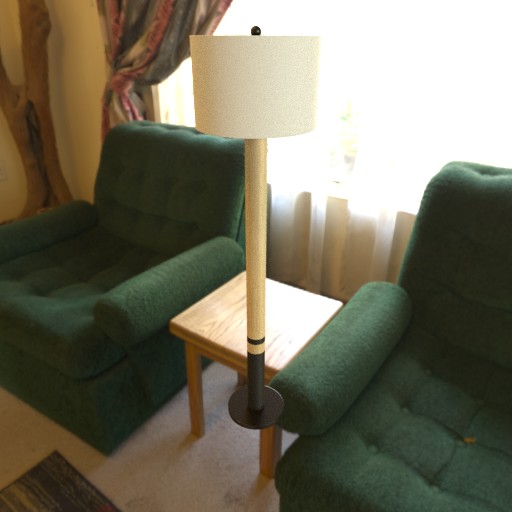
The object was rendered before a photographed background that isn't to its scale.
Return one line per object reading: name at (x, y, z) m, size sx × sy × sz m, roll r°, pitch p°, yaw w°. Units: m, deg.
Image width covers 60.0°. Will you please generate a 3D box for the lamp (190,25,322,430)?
lamp at (0.000, 0.000, 1.602) m, size 0.381 × 1.478 × 0.381 m, roll 9°, pitch 28°, yaw 16°
